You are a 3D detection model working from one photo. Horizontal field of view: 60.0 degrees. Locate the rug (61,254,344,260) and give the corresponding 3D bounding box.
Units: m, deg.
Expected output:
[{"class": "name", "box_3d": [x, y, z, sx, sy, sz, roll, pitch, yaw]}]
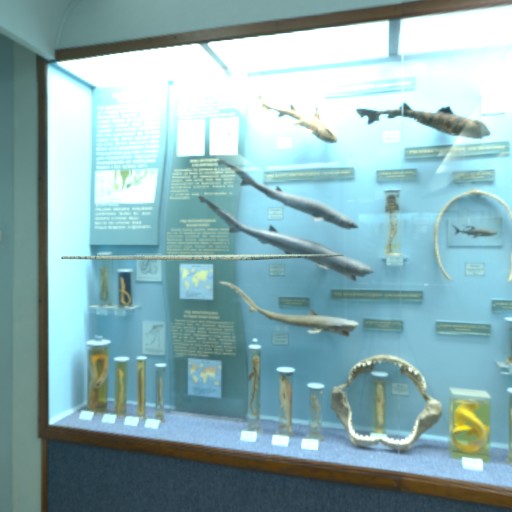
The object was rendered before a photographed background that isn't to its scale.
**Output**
[{"class": "rug", "box_3d": [0.000, 0.000, 2.734, 0.775, 0.012, 2.452, 0, 0, 18]}]
